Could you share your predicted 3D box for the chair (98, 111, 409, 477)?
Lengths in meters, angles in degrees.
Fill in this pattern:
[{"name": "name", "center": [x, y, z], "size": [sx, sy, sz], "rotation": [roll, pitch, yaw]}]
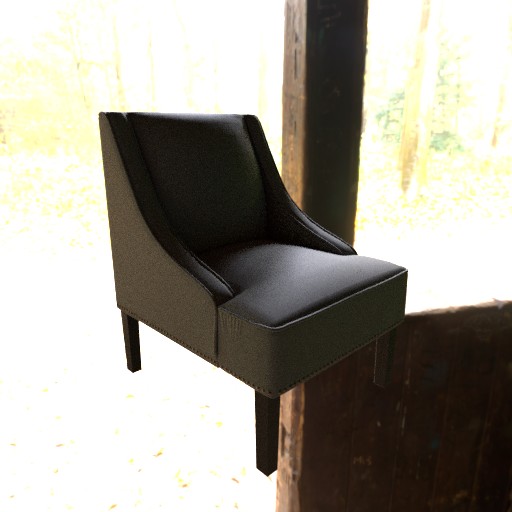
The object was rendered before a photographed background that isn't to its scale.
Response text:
[{"name": "chair", "center": [0.000, 0.000, 1.390], "size": [0.631, 0.867, 0.747], "rotation": [-16, 23, -42]}]
